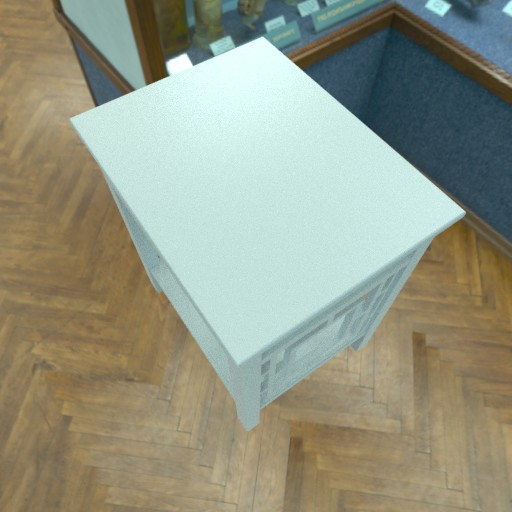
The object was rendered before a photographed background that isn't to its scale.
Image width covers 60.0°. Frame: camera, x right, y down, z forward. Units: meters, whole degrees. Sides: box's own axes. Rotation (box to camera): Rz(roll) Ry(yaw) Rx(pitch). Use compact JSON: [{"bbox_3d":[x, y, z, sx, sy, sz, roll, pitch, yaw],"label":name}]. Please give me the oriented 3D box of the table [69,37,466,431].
[{"bbox_3d":[0.000,0.000,1.040,0.451,0.646,0.564,-31,64,-17],"label":"table"}]
